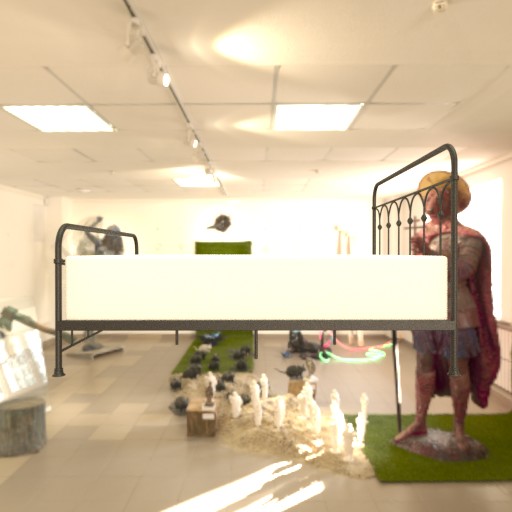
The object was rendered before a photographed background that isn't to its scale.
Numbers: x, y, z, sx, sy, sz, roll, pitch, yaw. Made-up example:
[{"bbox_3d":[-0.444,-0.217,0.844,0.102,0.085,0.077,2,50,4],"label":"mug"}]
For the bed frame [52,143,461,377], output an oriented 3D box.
[{"bbox_3d":[0.000,0.000,3.187,2.203,1.276,1.664,0,0,0],"label":"bed frame"}]
